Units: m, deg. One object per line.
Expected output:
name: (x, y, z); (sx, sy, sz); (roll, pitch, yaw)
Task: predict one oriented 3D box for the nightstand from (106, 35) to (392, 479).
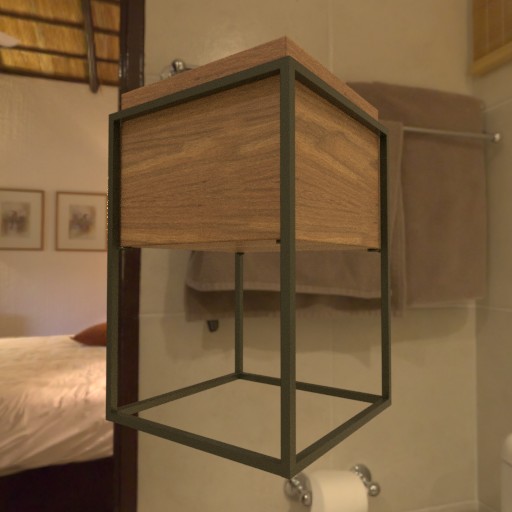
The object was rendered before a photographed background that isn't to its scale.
nightstand: (0.000, 0.000, 0.869); (0.397, 0.607, 0.397); (-1, -2, 36)
